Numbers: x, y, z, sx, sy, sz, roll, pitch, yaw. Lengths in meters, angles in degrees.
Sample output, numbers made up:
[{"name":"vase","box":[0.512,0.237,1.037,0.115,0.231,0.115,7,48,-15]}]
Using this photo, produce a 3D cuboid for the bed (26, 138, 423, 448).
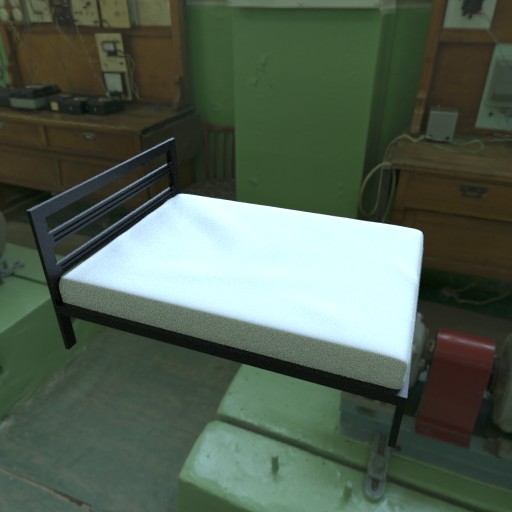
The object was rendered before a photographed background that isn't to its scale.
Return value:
[{"name":"bed","box":[0.000,0.000,2.903,2.062,0.967,1.524,11,32,18]}]
